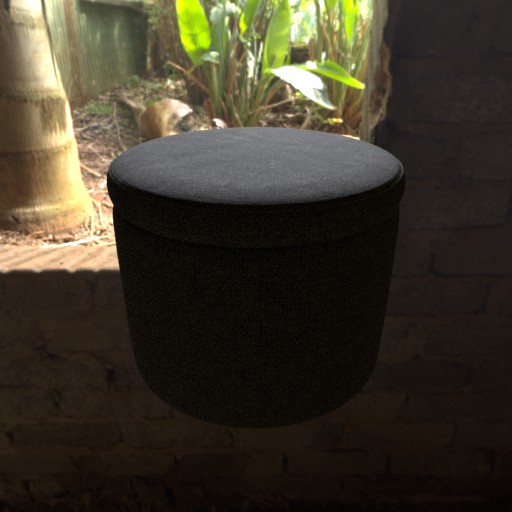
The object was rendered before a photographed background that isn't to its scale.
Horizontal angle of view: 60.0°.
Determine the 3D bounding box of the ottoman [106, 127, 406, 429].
[{"bbox_3d":[0.000,0.000,0.880,0.520,0.430,0.520,0,27,0],"label":"ottoman"}]
